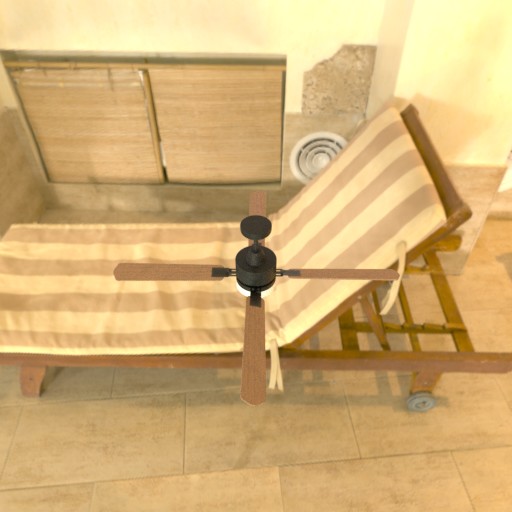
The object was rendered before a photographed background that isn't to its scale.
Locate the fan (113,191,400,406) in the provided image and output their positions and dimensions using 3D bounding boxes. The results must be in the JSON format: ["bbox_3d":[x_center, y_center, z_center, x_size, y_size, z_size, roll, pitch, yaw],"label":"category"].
[{"bbox_3d":[0.000,0.000,1.974,1.320,0.355,1.320,1,43,1],"label":"fan"}]
